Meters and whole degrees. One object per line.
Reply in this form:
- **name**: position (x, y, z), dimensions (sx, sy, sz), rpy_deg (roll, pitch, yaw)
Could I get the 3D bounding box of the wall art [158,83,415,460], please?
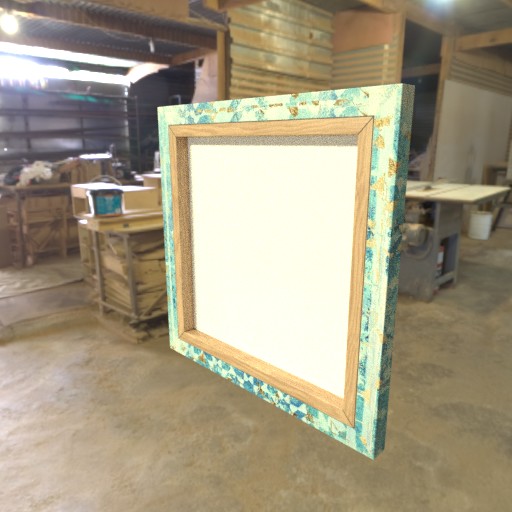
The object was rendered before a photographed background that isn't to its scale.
- **wall art**: position (0.000, 0.000, 0.908), dimensions (0.040, 0.609, 0.609), rpy_deg (-14, 20, -43)
